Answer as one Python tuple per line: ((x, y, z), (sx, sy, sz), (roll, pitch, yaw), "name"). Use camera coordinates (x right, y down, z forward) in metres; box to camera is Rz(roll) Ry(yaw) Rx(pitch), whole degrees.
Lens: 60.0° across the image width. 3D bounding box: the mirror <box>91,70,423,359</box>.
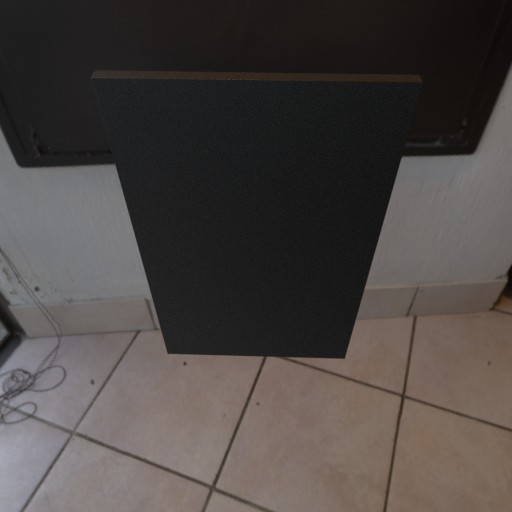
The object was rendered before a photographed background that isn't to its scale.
((0.000, 0.000, 1.474), (0.762, 1.219, 0.038), (1, 47, 1), "mirror")
